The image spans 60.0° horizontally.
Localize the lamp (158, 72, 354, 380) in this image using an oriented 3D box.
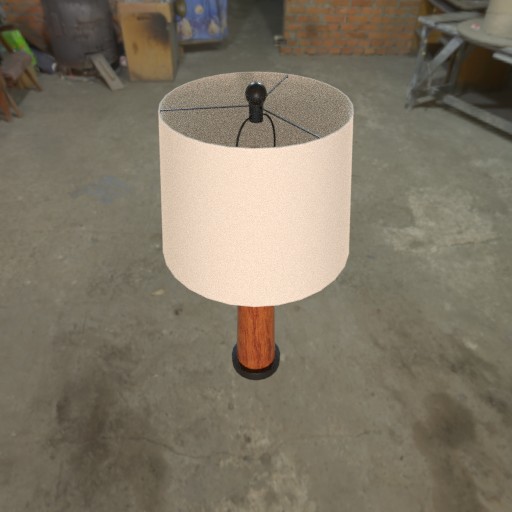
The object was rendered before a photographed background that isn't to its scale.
[{"bbox_3d":[0.000,0.000,0.864,0.349,0.667,0.349,0,40,0],"label":"lamp"}]
